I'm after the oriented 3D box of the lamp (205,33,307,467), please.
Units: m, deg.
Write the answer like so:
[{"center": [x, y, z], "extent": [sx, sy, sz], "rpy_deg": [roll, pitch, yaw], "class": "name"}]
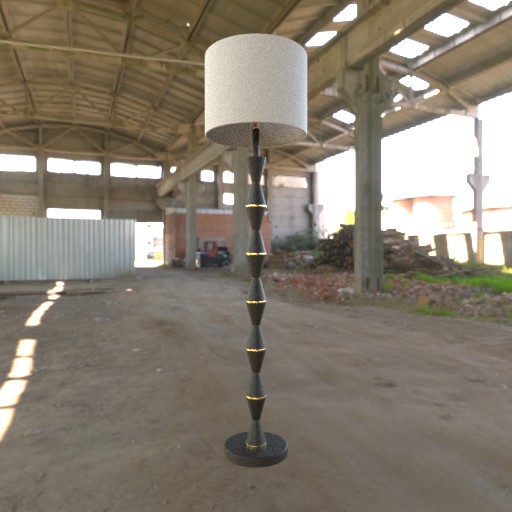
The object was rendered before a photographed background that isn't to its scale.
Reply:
[{"center": [0.000, 0.000, 1.665], "extent": [0.381, 1.480, 0.381], "rpy_deg": [0, 1, 35], "class": "lamp"}]
